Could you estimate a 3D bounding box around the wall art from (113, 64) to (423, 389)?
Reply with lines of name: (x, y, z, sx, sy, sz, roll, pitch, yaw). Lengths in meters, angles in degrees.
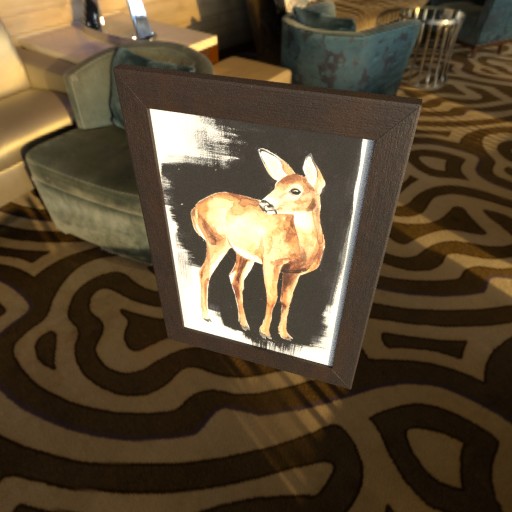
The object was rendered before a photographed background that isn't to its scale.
wall art: (0.000, 0.000, 0.664, 0.359, 0.513, 0.017, 12, 42, 14)
